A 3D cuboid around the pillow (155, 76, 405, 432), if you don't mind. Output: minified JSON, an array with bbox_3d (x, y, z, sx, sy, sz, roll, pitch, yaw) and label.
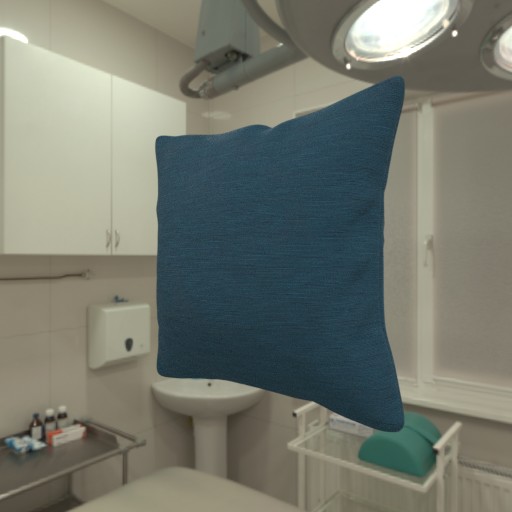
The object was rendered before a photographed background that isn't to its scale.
[{"bbox_3d":[0.000,0.000,0.646,0.437,0.420,0.177,0,0,37],"label":"pillow"}]
